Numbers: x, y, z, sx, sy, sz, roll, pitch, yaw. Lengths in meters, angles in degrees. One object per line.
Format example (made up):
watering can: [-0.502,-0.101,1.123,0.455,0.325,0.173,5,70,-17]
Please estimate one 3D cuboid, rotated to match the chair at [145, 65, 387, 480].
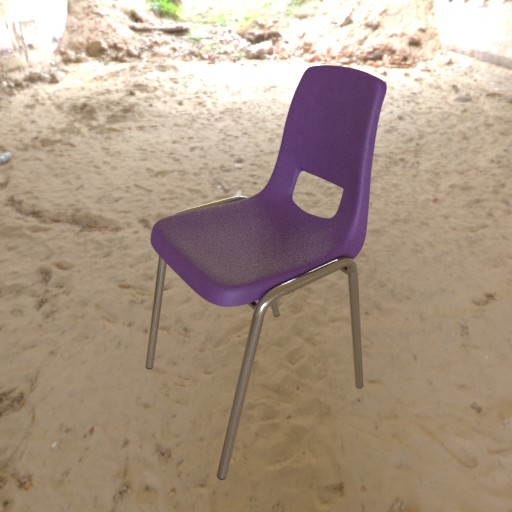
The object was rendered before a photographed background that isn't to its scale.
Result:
chair: [0.000,0.000,0.928,0.432,0.704,0.381,-19,36,-29]
